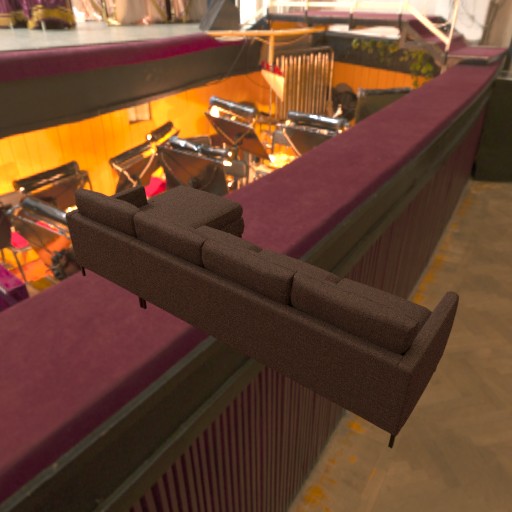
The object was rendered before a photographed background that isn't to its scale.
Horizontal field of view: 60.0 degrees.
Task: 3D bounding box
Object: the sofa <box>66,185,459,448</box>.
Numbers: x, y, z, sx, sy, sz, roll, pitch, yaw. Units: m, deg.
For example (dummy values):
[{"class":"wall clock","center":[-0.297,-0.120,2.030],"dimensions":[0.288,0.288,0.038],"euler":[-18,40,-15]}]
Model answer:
[{"class":"sofa","center":[0.000,0.000,3.728],"dimensions":[3.221,0.892,1.483],"euler":[21,37,31]}]
